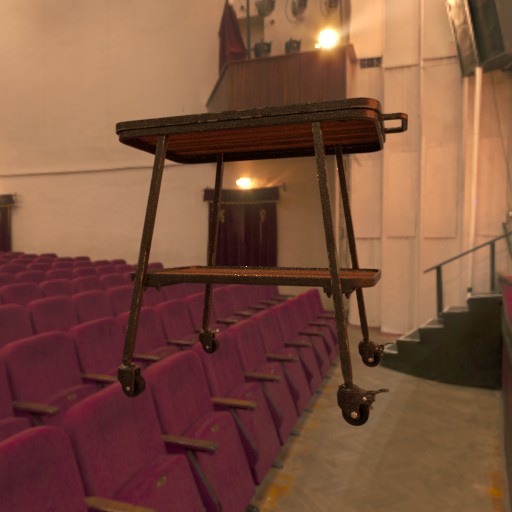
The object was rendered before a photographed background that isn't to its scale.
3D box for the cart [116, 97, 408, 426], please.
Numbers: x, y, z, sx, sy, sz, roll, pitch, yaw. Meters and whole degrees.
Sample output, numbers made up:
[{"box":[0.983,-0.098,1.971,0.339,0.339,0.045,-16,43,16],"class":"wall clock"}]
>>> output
[{"box":[0.000,0.000,1.253,0.806,0.700,0.515,0,2,18],"class":"cart"}]
